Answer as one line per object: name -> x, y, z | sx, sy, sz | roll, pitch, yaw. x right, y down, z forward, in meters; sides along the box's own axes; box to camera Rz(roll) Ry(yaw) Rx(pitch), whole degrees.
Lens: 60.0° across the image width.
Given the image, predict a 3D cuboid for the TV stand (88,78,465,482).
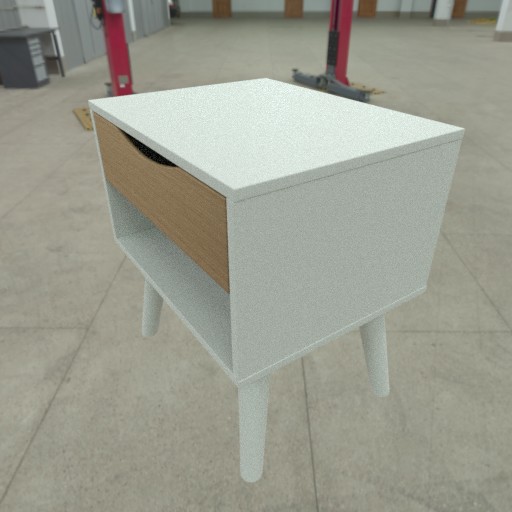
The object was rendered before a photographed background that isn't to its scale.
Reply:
TV stand -> 0.000, 0.000, 0.884 | 0.405, 0.559, 0.508 | -20, 37, -29
